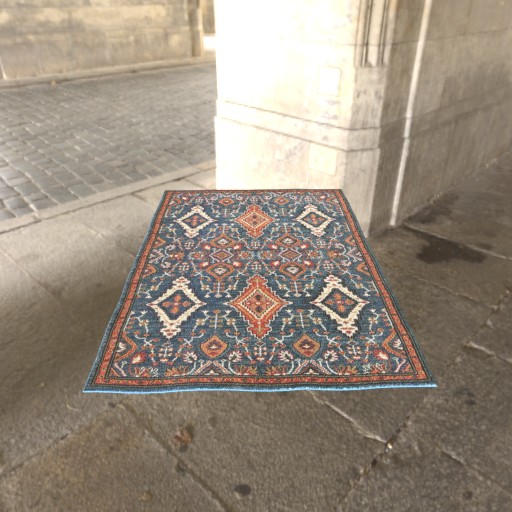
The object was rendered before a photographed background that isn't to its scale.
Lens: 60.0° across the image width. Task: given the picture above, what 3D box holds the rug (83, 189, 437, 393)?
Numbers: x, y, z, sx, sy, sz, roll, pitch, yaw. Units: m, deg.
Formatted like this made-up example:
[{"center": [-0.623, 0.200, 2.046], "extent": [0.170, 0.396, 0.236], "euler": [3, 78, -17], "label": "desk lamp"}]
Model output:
[{"center": [0.000, 0.000, 3.008], "extent": [1.622, 0.009, 2.373], "euler": [-1, 31, -1], "label": "rug"}]
